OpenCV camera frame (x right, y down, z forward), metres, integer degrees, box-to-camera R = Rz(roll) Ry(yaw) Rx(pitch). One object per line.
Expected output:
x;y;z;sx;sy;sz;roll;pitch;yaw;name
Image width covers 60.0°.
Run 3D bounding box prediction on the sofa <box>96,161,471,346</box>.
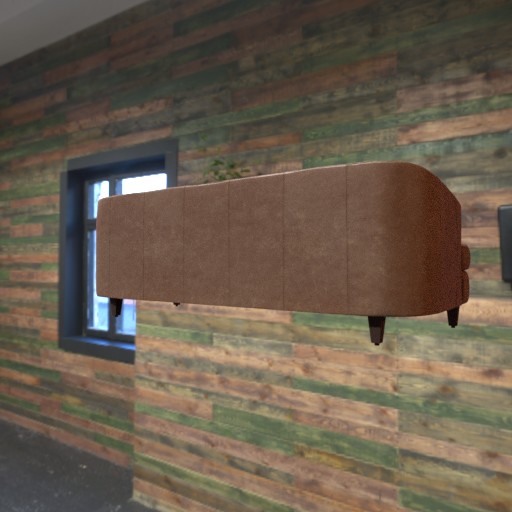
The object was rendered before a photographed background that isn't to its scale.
0.000;0.000;2.701;2.257;0.791;0.922;-1;-1;35;sofa
